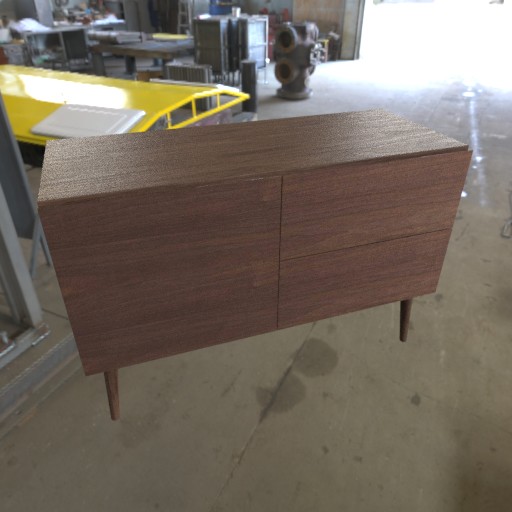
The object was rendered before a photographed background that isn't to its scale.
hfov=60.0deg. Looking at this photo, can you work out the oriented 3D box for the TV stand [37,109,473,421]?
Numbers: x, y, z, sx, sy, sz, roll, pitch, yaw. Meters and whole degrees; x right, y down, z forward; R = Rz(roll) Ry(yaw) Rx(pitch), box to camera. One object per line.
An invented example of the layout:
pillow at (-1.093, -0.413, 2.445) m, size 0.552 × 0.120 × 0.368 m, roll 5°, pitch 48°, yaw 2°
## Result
TV stand at (0.000, 0.000, 1.282) m, size 0.990 × 0.660 × 0.405 m, roll -11°, pitch 34°, yaw -16°
